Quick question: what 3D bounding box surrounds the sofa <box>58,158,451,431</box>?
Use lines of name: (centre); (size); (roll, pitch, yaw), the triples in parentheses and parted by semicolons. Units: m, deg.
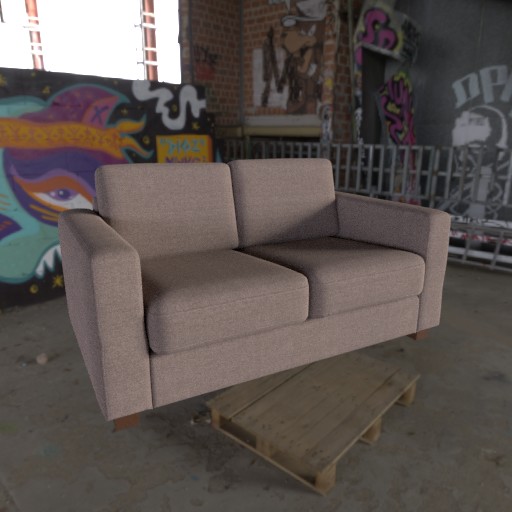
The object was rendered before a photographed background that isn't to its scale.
sofa: (0.000, 0.000, 1.959); (1.520, 0.800, 0.900); (-8, 18, -27)
